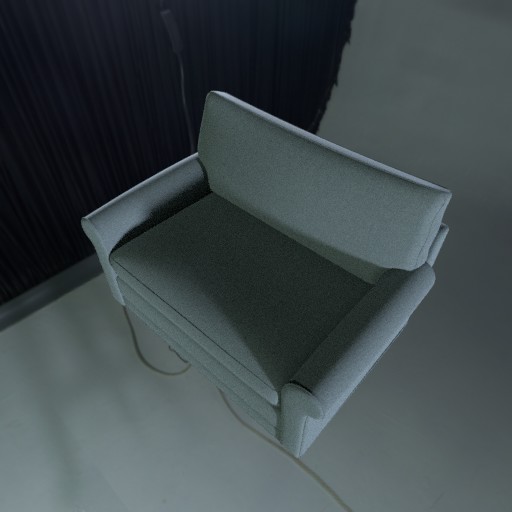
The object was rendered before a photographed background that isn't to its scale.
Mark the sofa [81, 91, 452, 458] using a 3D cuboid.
[{"bbox_3d":[0.000,0.000,2.045,1.410,0.953,0.940,33,54,28],"label":"sofa"}]
